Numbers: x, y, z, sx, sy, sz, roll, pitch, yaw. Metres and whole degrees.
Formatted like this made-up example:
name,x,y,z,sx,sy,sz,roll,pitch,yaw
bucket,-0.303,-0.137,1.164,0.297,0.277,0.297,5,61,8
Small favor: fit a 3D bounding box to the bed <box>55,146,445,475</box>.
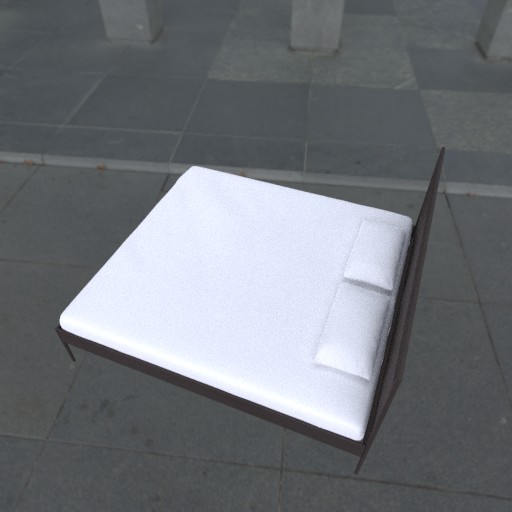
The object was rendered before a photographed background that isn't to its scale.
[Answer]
name,x,y,z,sx,sy,sz,roll,pitch,yaw
bed,0.000,0.000,3.245,2.151,1.173,1.993,16,48,15
